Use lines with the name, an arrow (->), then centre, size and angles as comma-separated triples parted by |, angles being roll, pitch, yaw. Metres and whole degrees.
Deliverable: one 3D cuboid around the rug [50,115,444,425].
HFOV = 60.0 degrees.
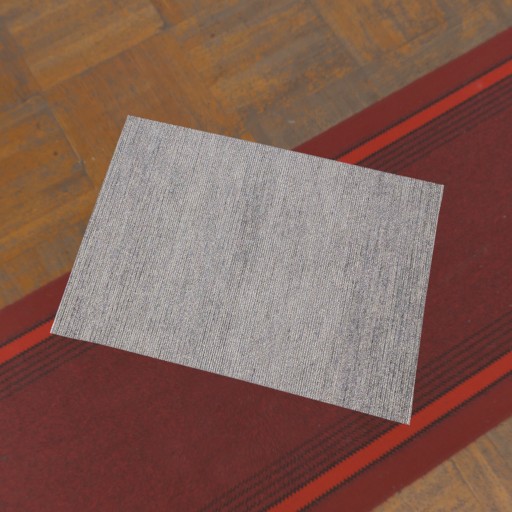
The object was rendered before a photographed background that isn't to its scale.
rug -> 0.000, 0.000, 2.934 | 2.307, 0.030, 1.604 | 14, 76, 3
